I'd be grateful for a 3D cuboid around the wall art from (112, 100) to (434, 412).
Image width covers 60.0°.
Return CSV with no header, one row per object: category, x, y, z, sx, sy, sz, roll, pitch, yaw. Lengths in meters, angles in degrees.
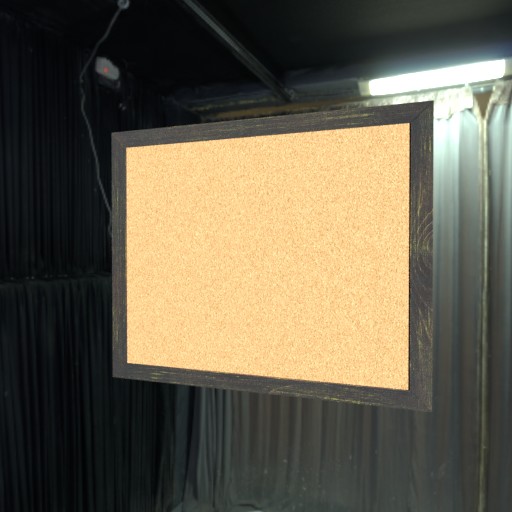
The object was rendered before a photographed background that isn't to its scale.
wall art,0.000,0.000,0.755,0.558,0.457,0.032,0,1,19
